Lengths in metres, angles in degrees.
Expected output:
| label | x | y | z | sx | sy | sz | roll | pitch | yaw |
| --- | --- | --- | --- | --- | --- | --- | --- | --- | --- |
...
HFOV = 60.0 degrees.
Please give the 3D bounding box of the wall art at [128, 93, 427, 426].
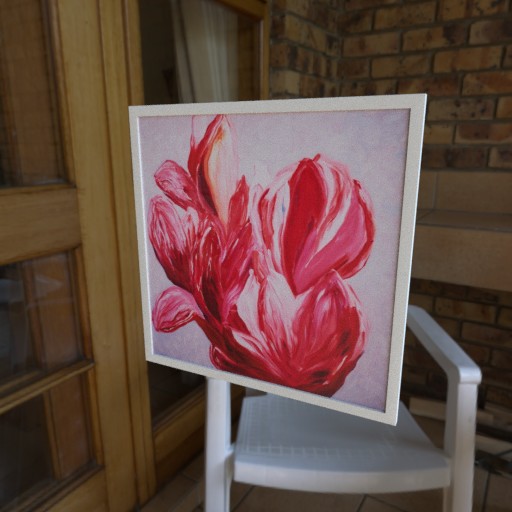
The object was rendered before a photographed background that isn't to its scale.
| label | x | y | z | sx | sy | sz | roll | pitch | yaw |
| --- | --- | --- | --- | --- | --- | --- | --- | --- | --- |
| wall art | 0.000 | 0.000 | 1.214 | 0.805 | 0.803 | 0.022 | 7 | 16 | 25 |
